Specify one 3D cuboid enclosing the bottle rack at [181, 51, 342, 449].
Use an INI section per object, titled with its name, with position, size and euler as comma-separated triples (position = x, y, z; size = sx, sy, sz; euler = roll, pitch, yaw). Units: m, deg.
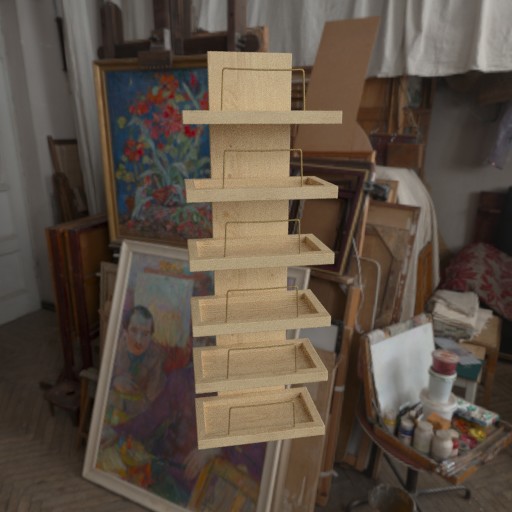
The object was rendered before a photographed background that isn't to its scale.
[bottle rack]
position = 0.000, 0.000, 1.097
size = 0.330, 0.943, 0.206
euler = -3, 18, -9
